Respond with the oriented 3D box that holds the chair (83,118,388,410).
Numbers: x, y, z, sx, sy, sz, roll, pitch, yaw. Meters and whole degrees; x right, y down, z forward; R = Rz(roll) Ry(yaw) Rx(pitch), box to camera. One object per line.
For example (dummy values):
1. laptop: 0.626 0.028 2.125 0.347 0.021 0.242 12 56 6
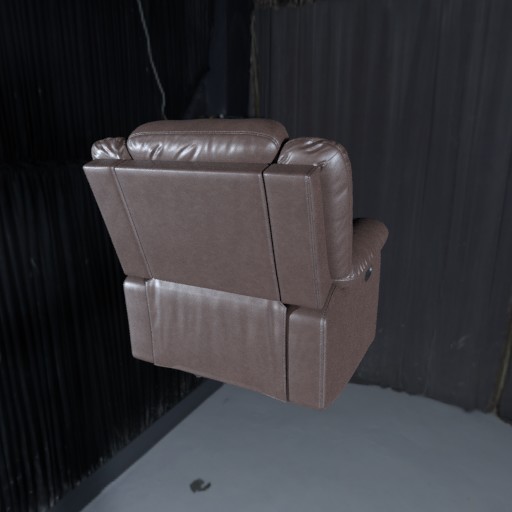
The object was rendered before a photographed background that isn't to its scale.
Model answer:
1. chair: 0.000 0.000 1.738 0.899 1.009 0.934 8 17 26
